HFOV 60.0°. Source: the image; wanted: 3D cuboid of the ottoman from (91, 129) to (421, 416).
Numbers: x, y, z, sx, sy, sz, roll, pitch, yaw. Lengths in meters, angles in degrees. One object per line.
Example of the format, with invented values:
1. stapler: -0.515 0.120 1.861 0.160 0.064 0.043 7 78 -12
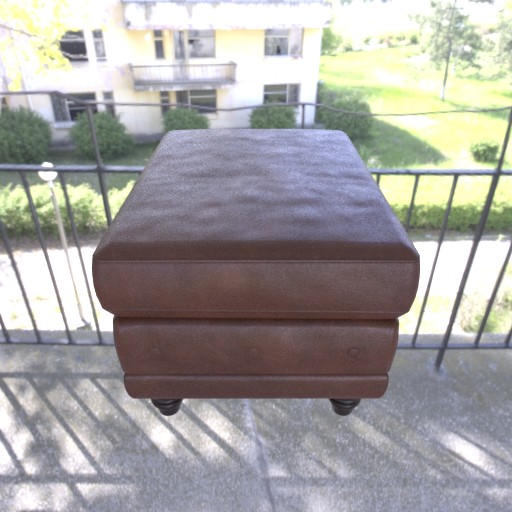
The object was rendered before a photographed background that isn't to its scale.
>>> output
1. ottoman: 0.000 0.000 1.208 0.588 0.509 0.795 0 32 0
